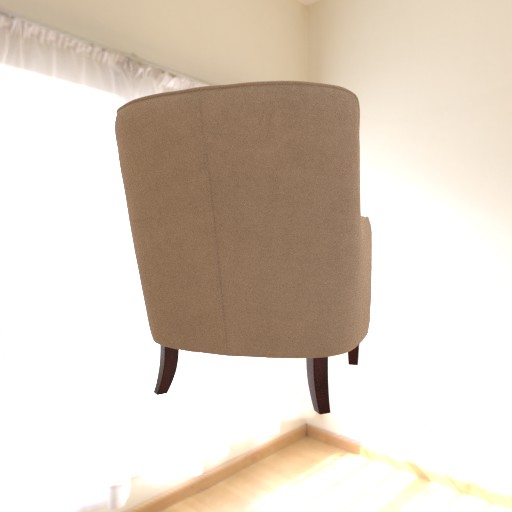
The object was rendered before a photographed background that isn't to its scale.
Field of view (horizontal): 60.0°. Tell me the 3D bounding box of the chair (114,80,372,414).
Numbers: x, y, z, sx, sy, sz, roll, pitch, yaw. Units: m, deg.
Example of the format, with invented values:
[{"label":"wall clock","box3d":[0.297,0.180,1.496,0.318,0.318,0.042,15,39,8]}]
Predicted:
[{"label":"chair","box3d":[0.000,0.000,1.592,0.781,0.920,0.910,0,1,18]}]
